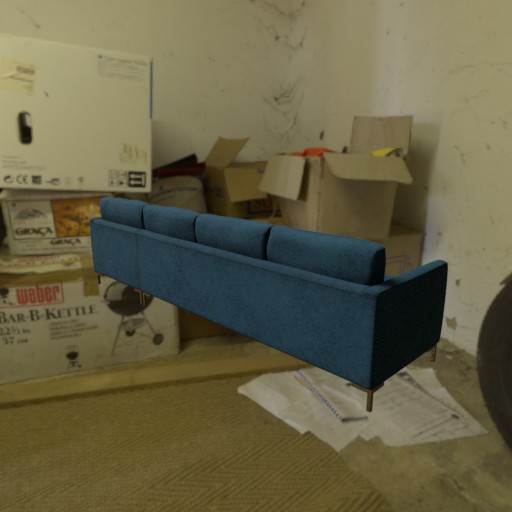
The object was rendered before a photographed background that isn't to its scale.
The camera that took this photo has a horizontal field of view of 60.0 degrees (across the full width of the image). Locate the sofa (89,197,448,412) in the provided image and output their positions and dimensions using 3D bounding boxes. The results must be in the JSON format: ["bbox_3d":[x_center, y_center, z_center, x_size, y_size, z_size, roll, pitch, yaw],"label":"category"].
[{"bbox_3d":[0.000,0.000,3.460,1.350,0.810,2.932,-14,20,-43],"label":"sofa"}]
